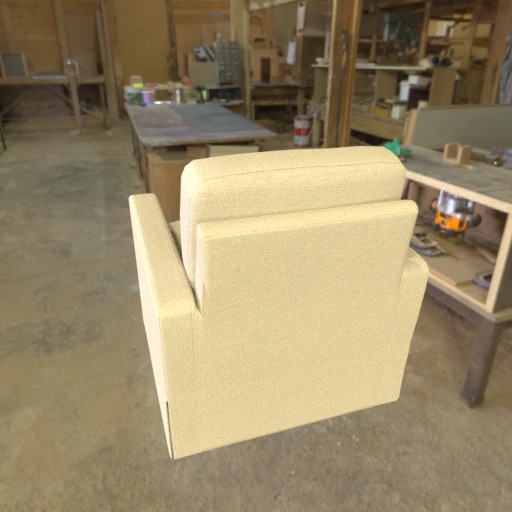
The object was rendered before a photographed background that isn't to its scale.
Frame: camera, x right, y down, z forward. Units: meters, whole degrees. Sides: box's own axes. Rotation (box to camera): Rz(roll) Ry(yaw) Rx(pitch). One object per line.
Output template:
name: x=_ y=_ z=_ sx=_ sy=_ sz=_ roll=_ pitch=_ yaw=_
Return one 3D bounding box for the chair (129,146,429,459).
chair: x=0.000 y=0.000 z=1.490 sx=0.755 sy=0.827 sz=0.888 roll=-8 pitch=26 yaw=-17
